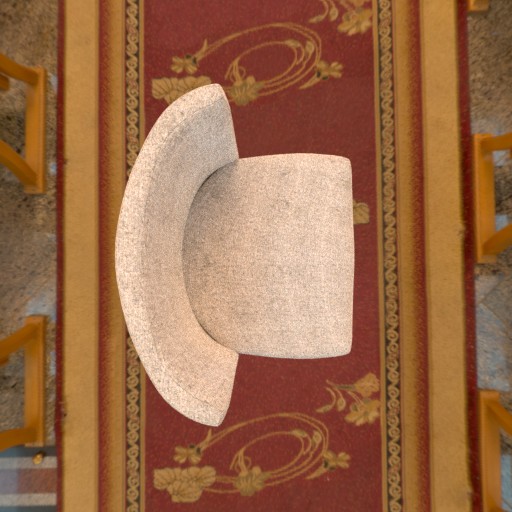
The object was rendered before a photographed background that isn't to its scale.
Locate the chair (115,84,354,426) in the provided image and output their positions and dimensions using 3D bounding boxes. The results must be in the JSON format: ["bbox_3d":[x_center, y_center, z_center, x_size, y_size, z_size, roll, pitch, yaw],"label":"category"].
[{"bbox_3d":[0.000,0.000,1.310,0.575,0.827,0.728,0,90,0],"label":"chair"}]
